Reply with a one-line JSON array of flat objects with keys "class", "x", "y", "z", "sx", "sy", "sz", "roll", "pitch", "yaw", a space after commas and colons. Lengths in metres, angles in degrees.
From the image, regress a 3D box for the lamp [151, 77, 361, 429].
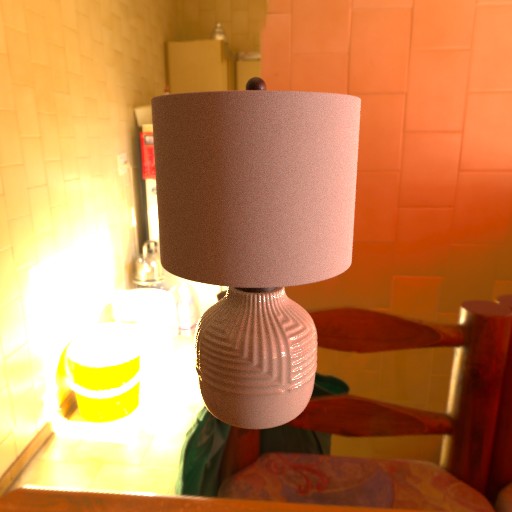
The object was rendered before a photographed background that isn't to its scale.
[{"class": "lamp", "x": 0.000, "y": 0.000, "z": 0.752, "sx": 0.318, "sy": 0.567, "sz": 0.318, "roll": 0, "pitch": 15, "yaw": 0}]
